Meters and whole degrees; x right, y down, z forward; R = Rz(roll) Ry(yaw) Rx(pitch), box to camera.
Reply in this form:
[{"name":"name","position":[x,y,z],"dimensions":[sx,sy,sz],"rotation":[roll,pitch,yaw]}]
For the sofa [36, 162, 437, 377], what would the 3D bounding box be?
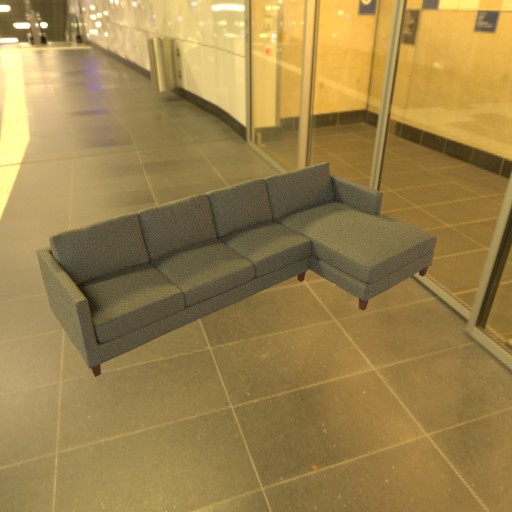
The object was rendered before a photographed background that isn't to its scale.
[{"name":"sofa","position":[0.000,0.000,3.917],"dimensions":[3.186,0.861,1.625],"rotation":[-21,36,-33]}]
